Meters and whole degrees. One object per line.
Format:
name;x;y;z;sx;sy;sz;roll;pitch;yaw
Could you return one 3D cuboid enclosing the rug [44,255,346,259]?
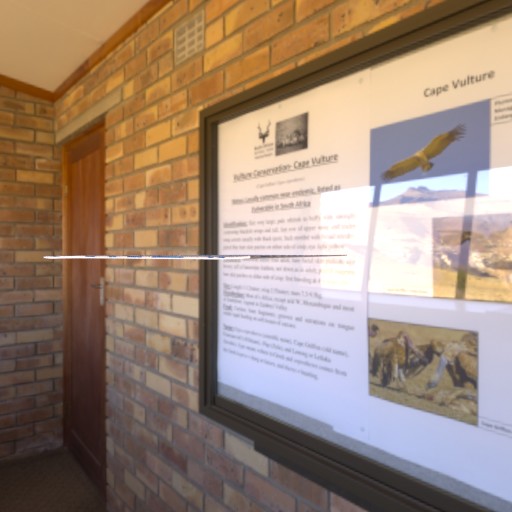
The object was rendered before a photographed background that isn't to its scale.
rug;0.000;0.000;2.593;0.768;0.011;2.446;0;0;18
